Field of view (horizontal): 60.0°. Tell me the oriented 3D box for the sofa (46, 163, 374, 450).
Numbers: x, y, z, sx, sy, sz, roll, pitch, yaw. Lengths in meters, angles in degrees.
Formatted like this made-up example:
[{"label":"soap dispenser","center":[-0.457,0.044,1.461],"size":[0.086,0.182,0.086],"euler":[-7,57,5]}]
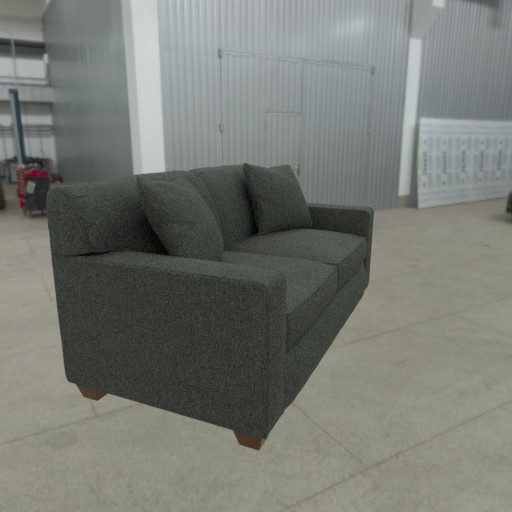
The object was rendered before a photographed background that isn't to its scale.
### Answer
[{"label":"sofa","center":[0.000,0.000,2.418],"size":[0.998,0.958,1.846],"euler":[7,16,24]}]
